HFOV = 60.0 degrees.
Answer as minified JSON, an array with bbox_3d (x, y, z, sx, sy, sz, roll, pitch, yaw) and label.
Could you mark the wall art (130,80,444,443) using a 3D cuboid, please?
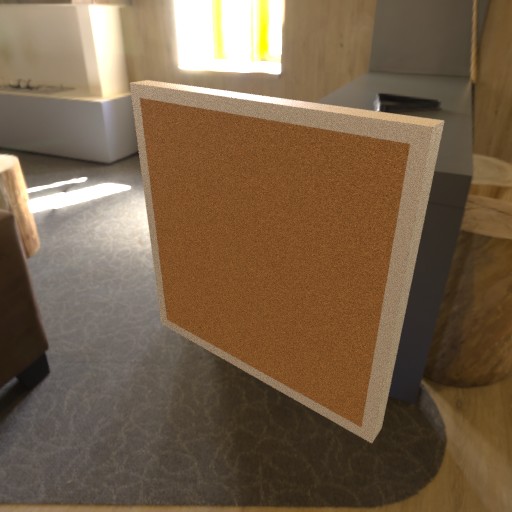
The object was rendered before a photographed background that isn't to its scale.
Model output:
[{"bbox_3d":[0.000,0.000,0.746,0.507,0.508,0.038,21,36,32],"label":"wall art"}]
